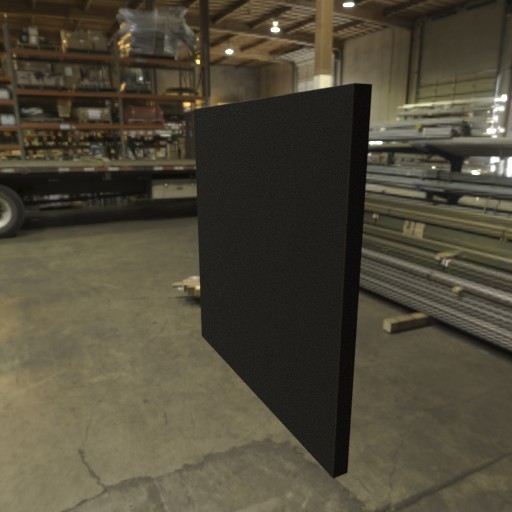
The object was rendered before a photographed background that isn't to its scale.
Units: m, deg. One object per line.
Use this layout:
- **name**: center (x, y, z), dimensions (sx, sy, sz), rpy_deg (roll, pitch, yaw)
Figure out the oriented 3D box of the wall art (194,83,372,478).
- **wall art**: center (0.000, 0.000, 1.146), dimensions (0.038, 0.762, 0.762), rpy_deg (-8, 17, -26)
